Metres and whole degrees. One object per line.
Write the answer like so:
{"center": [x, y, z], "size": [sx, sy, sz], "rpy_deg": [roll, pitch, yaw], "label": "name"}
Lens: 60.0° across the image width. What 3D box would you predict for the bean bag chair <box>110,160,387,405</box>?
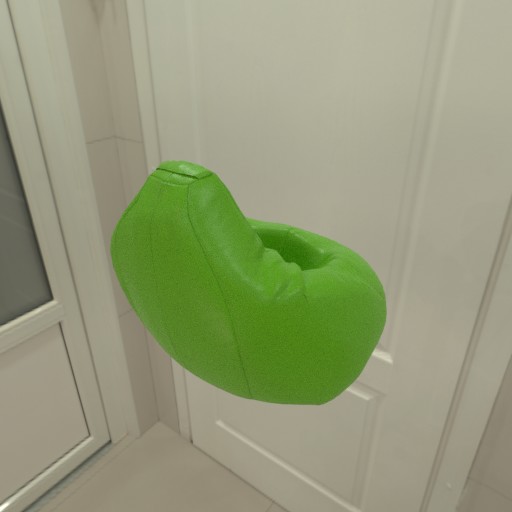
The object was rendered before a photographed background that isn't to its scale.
{"center": [0.000, 0.000, 1.863], "size": [1.070, 0.990, 1.070], "rpy_deg": [20, 35, 32], "label": "bean bag chair"}
